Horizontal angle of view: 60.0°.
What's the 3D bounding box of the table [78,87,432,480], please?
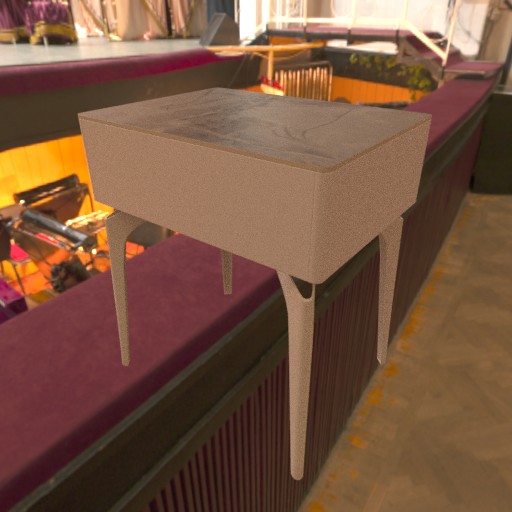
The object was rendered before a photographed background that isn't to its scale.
[{"bbox_3d":[0.000,0.000,0.913,0.500,0.570,0.400,20,35,32],"label":"table"}]
